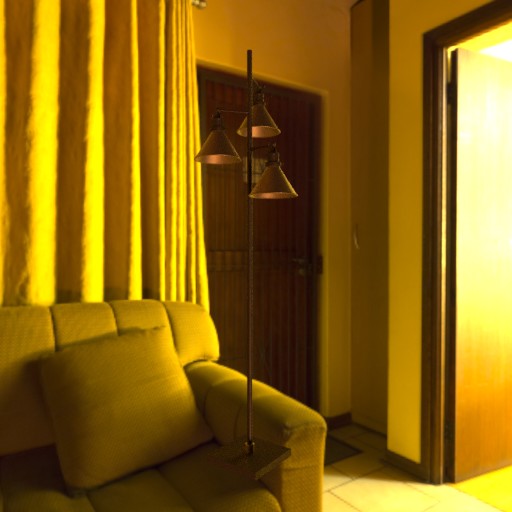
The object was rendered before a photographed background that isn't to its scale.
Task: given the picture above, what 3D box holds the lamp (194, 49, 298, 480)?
[{"bbox_3d":[0.000,0.000,1.858,0.415,1.716,0.428,1,1,36],"label":"lamp"}]
